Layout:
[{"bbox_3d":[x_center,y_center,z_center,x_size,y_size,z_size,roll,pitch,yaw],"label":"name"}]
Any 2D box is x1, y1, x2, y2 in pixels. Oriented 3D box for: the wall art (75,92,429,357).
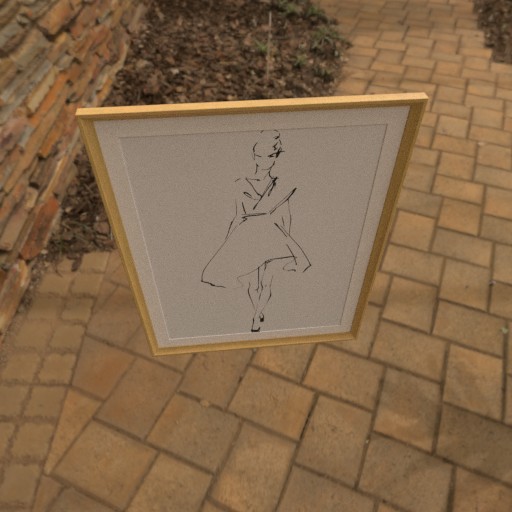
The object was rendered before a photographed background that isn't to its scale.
[{"bbox_3d":[0.000,0.000,1.367,0.798,1.002,0.030,-4,46,-4],"label":"wall art"}]
